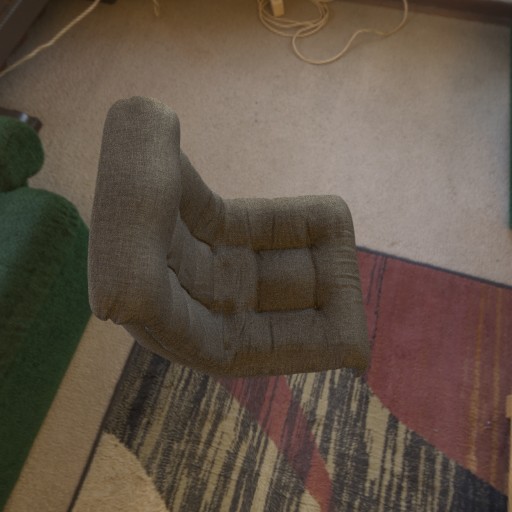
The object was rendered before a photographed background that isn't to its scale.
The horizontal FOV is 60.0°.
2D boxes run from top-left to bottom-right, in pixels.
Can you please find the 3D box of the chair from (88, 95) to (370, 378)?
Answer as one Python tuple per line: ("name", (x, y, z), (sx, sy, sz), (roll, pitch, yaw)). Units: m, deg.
("chair", (0.000, 0.000, 1.232), (0.668, 0.749, 0.597), (-2, 64, -1))
